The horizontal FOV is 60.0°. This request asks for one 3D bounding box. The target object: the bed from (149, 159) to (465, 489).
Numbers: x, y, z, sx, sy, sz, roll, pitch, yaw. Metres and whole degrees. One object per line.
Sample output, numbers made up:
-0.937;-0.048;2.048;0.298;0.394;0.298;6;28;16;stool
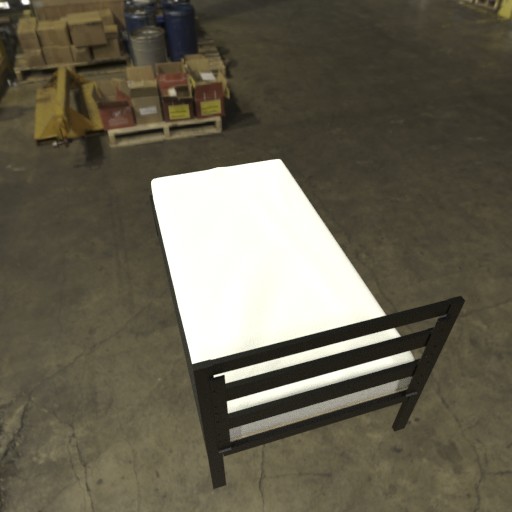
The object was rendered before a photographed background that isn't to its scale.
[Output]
0.000;0.000;2.484;0.991;0.967;1.930;-12;44;-12;bed
